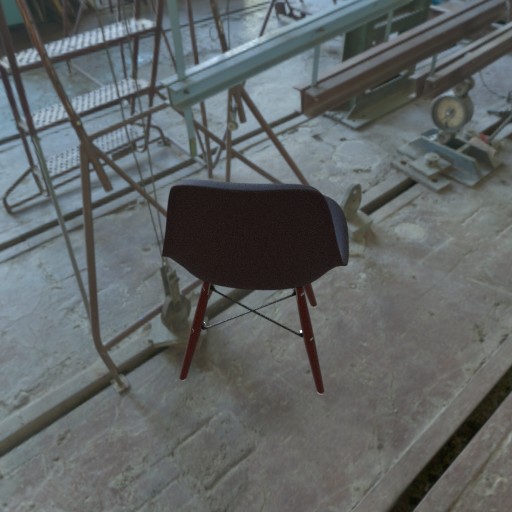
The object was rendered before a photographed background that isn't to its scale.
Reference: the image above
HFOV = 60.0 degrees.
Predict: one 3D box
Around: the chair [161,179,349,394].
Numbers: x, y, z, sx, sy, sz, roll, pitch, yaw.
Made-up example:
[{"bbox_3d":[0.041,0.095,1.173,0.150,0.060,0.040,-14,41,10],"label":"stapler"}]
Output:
[{"bbox_3d":[0.000,0.000,1.147,0.470,0.826,0.533,3,46,3],"label":"chair"}]
